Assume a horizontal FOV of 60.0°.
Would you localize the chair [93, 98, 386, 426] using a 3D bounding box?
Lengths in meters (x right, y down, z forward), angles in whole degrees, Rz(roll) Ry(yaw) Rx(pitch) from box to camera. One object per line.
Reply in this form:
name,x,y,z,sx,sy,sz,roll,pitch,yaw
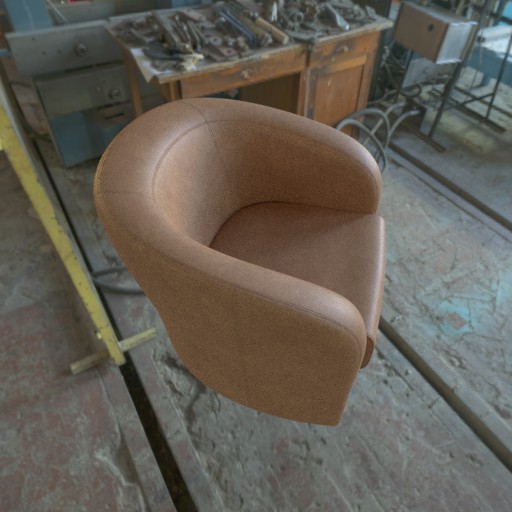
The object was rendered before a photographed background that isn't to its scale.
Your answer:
chair,0.000,0.000,1.425,0.815,0.771,0.791,11,47,10
